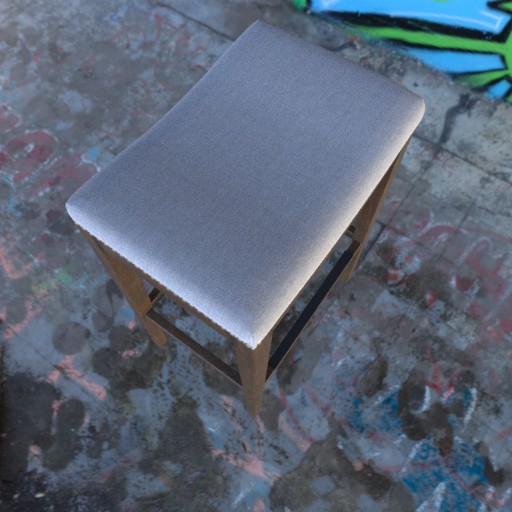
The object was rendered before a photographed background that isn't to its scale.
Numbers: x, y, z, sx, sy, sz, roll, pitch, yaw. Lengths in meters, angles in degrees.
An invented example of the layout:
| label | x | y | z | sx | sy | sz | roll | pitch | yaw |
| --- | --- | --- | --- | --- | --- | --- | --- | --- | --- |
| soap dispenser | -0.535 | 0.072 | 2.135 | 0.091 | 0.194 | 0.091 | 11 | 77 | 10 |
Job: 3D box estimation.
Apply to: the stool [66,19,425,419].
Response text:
| label | x | y | z | sx | sy | sz | roll | pitch | yaw |
| --- | --- | --- | --- | --- | --- | --- | --- | --- | --- |
| stool | 0.000 | 0.000 | 0.985 | 0.356 | 0.762 | 0.508 | 33 | 69 | 14 |
